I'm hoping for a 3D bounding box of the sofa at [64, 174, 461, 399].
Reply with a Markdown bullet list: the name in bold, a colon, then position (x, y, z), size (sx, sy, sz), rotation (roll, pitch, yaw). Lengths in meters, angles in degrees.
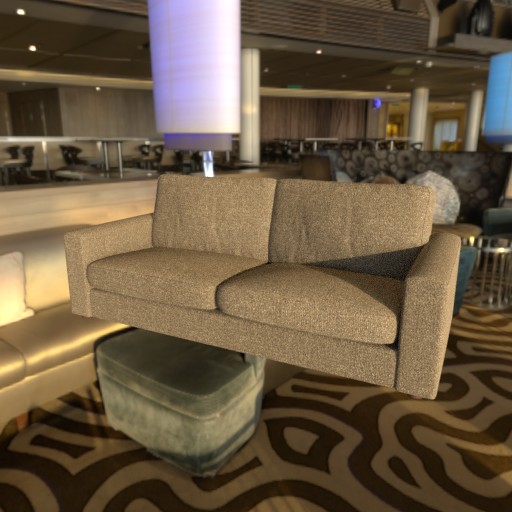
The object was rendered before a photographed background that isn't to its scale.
- **sofa**: position (0.000, 0.000, 2.655), size (2.179, 0.873, 1.016), rotation (7, 16, 26)
